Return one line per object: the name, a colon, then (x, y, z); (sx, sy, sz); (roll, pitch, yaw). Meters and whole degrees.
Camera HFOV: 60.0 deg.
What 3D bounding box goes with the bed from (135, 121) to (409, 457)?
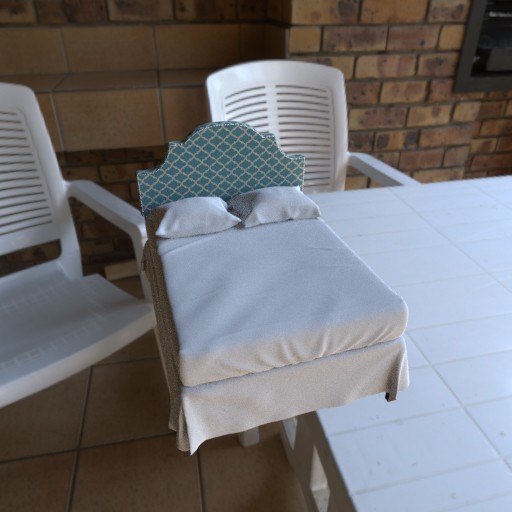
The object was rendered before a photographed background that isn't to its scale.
bed: (0.000, 0.000, 3.480); (1.780, 1.633, 2.222); (-9, 32, -15)
